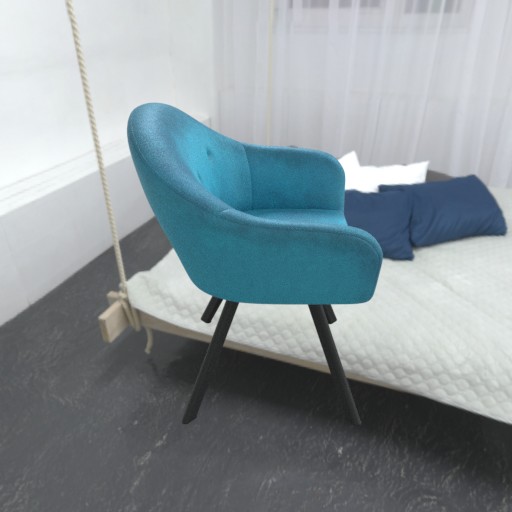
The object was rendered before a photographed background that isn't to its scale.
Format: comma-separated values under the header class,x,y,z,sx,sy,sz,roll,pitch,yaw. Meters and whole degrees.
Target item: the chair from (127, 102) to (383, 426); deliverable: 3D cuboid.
class,x,y,z,sx,sy,sz,roll,pitch,yaw
chair,0.000,0.000,1.191,0.570,0.780,0.540,0,30,1
